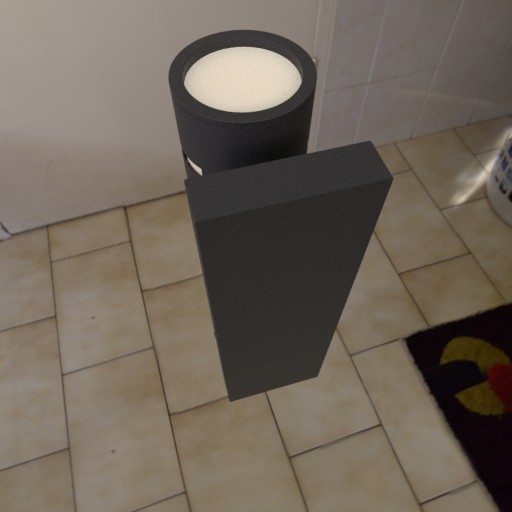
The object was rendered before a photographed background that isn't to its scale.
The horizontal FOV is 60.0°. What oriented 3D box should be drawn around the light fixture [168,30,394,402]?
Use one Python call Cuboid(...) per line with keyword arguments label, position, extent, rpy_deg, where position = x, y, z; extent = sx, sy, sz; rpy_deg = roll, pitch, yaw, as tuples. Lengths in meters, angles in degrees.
Cuboid(label="light fixture", position=(0.000, 0.000, 0.395), extent=(0.105, 0.330, 0.149), rpy_deg=(-14, 59, -8))
